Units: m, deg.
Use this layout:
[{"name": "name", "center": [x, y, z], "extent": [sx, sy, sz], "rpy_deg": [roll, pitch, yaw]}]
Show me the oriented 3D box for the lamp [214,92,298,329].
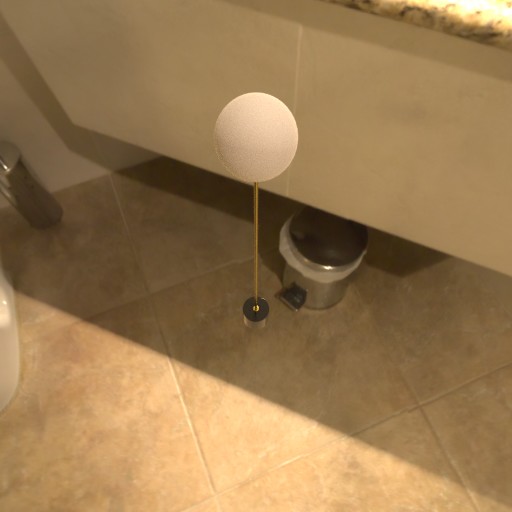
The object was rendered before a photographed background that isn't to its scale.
[{"name": "lamp", "center": [0.000, 0.000, 1.889], "extent": [0.229, 1.748, 0.229], "rpy_deg": [28, 68, 12]}]
